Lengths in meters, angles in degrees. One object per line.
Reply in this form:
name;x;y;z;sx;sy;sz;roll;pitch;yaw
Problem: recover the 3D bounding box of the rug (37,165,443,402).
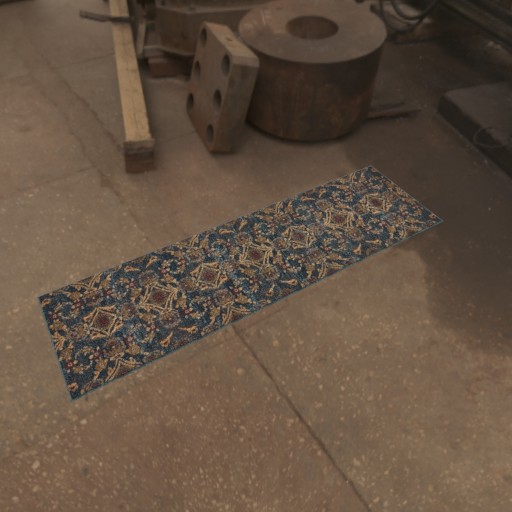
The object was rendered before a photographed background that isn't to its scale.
rug;0.000;0.000;2.544;2.292;0.014;0.685;-24;51;-20
